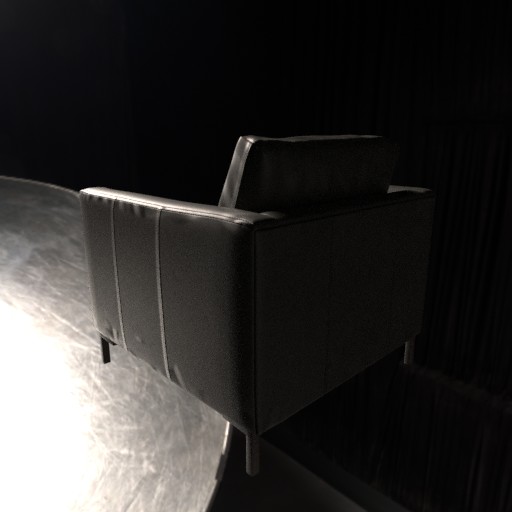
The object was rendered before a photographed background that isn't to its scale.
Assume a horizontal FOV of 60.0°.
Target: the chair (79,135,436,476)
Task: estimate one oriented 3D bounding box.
[{"bbox_3d":[0.000,0.000,1.497,0.967,0.824,0.861,-14,20,-42],"label":"chair"}]
